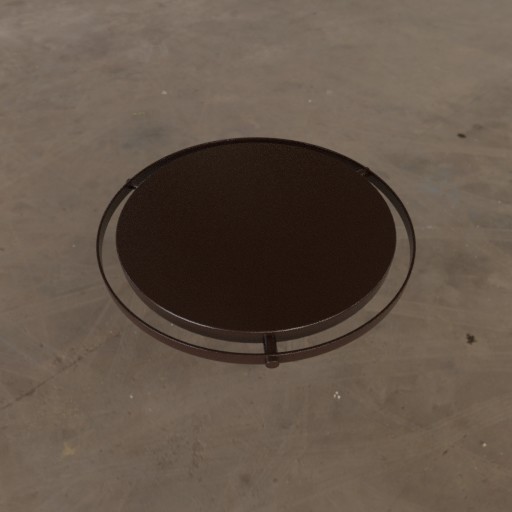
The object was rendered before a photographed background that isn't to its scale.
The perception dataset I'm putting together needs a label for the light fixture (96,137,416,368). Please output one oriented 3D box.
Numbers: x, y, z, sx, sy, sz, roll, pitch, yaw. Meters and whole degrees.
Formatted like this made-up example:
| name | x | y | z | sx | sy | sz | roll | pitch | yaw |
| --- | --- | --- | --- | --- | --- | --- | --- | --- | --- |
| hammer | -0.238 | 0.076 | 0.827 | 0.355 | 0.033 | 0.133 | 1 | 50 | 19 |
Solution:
| name | x | y | z | sx | sy | sz | roll | pitch | yaw |
| --- | --- | --- | --- | --- | --- | --- | --- | --- | --- |
| light fixture | 0.000 | 0.000 | 0.558 | 0.361 | 0.130 | 0.361 | 0 | 46 | 0 |
